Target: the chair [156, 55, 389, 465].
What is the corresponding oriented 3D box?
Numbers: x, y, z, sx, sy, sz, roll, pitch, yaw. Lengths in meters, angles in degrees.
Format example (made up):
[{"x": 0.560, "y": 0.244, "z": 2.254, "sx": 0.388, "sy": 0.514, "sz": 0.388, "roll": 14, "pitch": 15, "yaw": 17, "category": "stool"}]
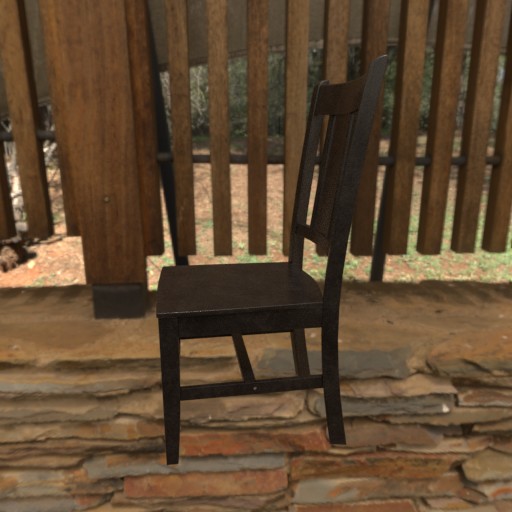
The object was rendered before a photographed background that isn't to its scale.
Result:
[{"x": 0.000, "y": 0.000, "z": 1.261, "sx": 0.555, "sy": 0.998, "sz": 0.450, "roll": -2, "pitch": 15, "yaw": -9, "category": "chair"}]
